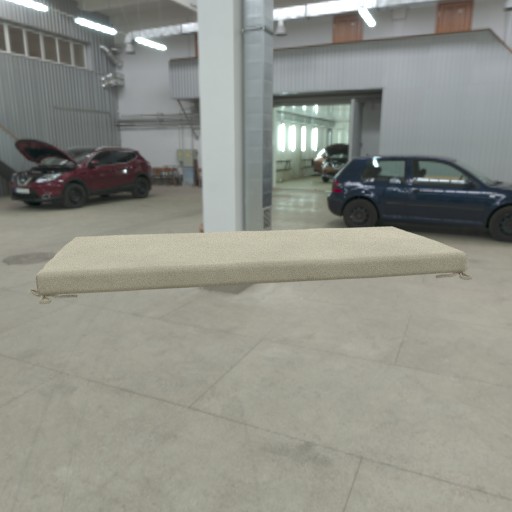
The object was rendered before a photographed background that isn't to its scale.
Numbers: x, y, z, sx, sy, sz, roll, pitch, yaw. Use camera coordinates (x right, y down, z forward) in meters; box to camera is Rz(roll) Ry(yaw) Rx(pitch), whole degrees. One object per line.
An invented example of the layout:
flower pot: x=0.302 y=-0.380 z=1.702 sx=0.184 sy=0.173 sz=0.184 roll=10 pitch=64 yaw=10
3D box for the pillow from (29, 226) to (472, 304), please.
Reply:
pillow: x=0.000 y=0.000 z=1.347 sx=1.187 sy=0.081 sz=0.492 roll=-3 pitch=14 yaw=-10
